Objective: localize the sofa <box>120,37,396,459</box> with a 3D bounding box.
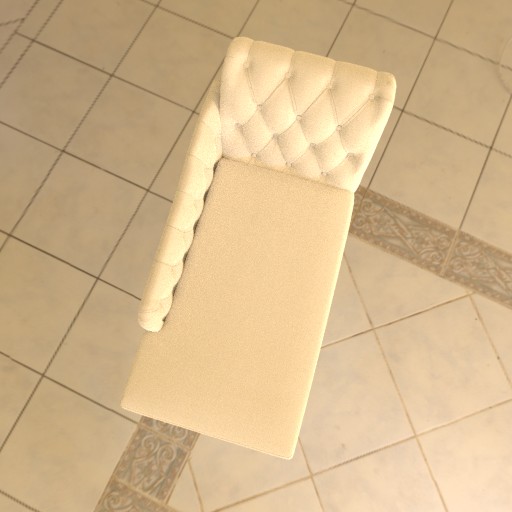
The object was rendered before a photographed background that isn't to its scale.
[{"bbox_3d":[0.000,0.000,1.744,0.675,0.787,1.379,16,77,4],"label":"sofa"}]
